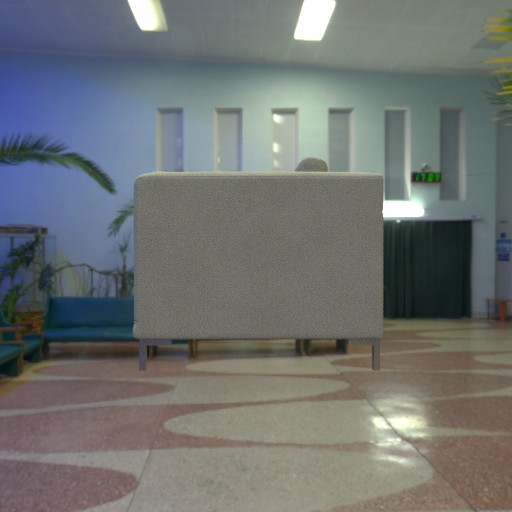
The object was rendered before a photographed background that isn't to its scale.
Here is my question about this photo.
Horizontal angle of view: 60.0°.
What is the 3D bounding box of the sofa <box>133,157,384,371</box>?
[{"bbox_3d":[0.000,0.000,2.890,0.969,0.867,2.415,0,0,0],"label":"sofa"}]
